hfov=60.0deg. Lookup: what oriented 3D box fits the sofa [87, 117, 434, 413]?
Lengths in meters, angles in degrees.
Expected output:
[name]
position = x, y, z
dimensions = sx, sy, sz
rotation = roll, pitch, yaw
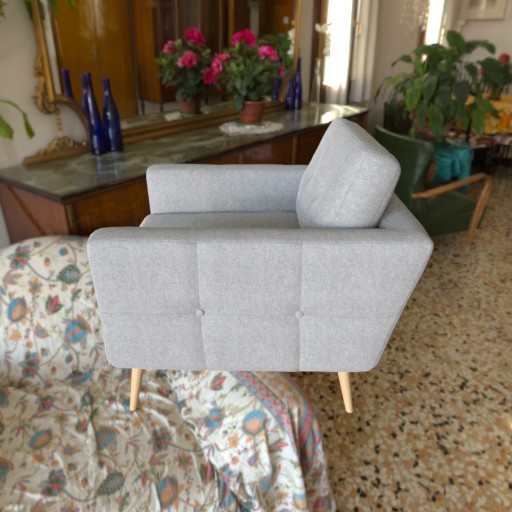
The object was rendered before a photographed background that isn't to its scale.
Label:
[sofa]
position = 0.000, 0.000, 1.539
dimensions = 0.920, 0.860, 0.770
rotation = 0, 26, 1
